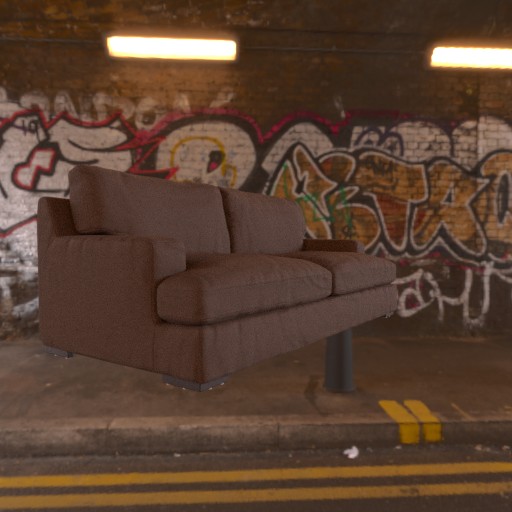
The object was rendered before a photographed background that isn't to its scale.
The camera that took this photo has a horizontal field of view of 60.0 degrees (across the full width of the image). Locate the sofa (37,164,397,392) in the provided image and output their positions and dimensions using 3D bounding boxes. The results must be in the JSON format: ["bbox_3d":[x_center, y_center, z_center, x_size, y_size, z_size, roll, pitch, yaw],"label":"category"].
[{"bbox_3d":[0.000,0.000,2.821,1.140,0.950,2.274,1,2,35],"label":"sofa"}]
